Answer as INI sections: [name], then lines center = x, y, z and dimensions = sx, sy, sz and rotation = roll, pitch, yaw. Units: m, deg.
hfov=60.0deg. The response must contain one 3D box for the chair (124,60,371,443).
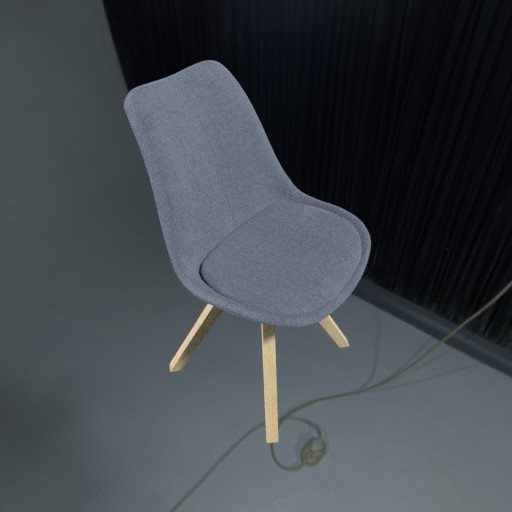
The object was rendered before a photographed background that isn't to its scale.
[chair]
center = 0.000, 0.000, 1.192
dimensions = 0.550, 0.850, 0.485
rotation = 27, 48, 27
